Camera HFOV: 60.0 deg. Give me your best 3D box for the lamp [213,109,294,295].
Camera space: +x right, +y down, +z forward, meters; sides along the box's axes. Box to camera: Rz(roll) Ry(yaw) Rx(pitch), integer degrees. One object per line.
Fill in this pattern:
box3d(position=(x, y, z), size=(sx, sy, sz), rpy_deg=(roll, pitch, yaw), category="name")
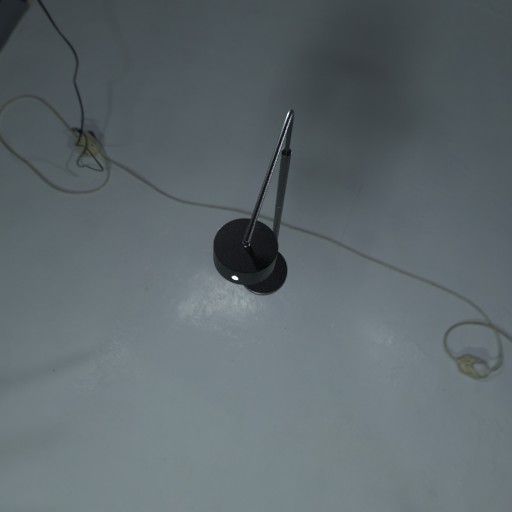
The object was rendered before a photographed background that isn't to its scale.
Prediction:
box3d(position=(0.000, 0.000, 1.400), size=(0.219, 1.230, 0.418), rpy_deg=(18, 75, 5), category="lamp")
